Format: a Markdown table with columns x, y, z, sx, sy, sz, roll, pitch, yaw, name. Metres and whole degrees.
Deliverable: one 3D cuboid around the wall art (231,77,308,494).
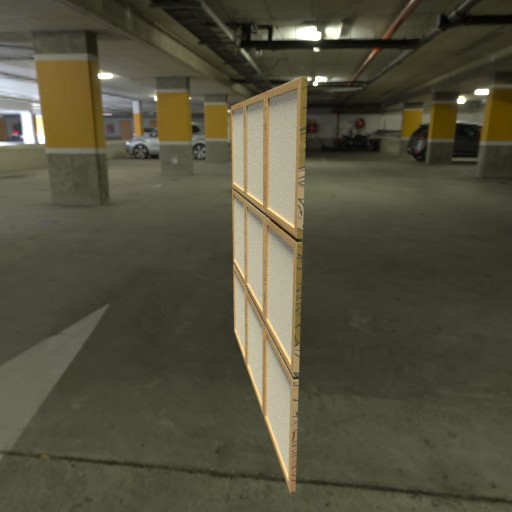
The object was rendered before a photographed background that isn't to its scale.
| x | y | z | sx | sy | sz | roll | pitch | yaw | name |
| --- | --- | --- | --- | --- | --- | --- | --- | --- | --- |
| 0.000 | 0.000 | 1.347 | 0.013 | 0.913 | 0.904 | -3 | 16 | -11 | wall art |
